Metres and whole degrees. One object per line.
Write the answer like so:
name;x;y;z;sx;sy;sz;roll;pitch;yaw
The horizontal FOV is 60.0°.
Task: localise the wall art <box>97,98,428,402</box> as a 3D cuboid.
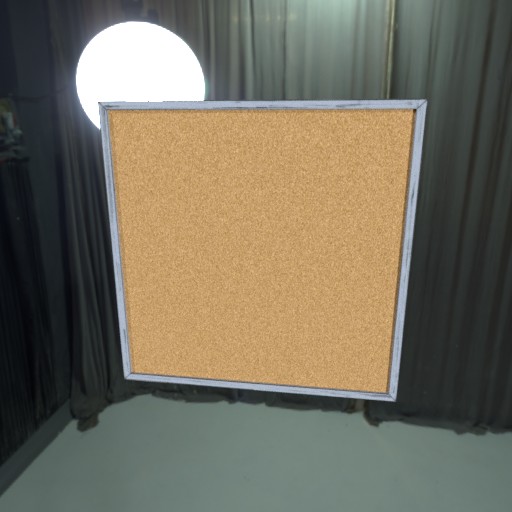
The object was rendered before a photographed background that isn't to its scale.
wall art;0.000;0.000;0.763;0.506;0.506;0.038;2;17;8
